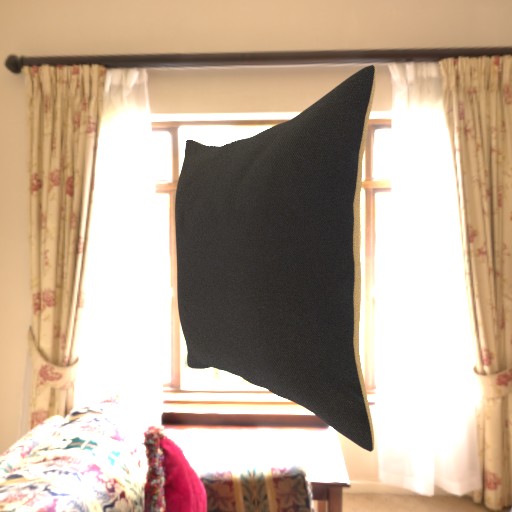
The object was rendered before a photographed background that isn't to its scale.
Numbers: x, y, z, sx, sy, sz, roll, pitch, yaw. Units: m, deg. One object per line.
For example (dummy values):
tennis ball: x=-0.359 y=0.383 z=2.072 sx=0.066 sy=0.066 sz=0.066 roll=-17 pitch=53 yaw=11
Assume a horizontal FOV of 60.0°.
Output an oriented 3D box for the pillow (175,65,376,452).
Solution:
pillow: x=0.000 y=0.000 z=0.703 sx=0.173 sy=0.454 sz=0.463 roll=-1 pitch=2 yaw=-36
